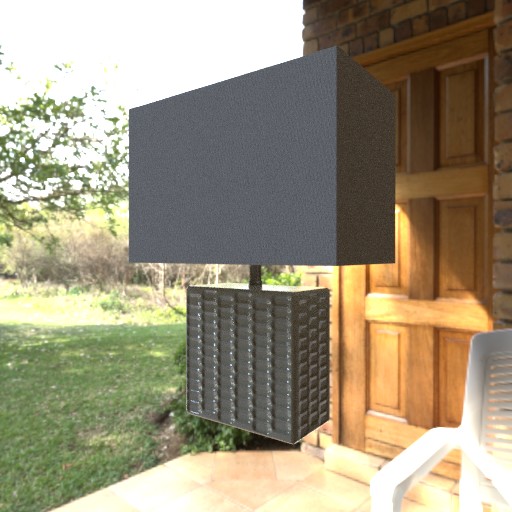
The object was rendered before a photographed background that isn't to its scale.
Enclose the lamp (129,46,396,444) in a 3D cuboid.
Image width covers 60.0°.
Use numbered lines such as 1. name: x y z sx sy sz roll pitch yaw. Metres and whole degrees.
1. lamp: 0.000 0.000 0.705 0.380 0.515 0.200 0 0 36
